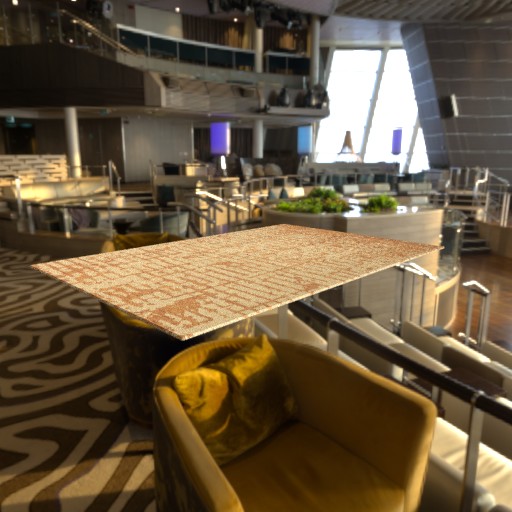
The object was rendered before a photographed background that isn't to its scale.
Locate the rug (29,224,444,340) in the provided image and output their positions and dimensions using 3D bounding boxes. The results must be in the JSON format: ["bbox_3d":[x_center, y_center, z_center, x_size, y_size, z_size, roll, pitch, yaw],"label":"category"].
[{"bbox_3d":[0.000,0.000,2.314,1.219,0.011,1.829,12,18,43],"label":"rug"}]
